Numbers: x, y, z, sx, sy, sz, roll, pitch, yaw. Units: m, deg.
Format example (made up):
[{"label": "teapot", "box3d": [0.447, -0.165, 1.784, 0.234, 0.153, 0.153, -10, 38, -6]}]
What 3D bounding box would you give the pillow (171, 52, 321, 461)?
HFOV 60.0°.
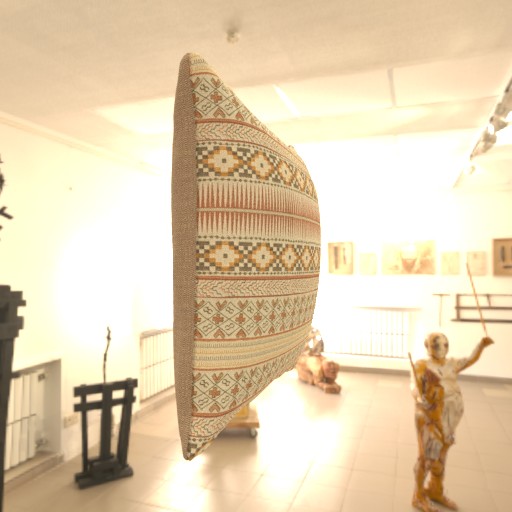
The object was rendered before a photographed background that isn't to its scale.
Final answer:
[{"label": "pillow", "box3d": [0.000, 0.000, 0.792, 0.215, 0.519, 0.521, 0, -1, 19]}]
